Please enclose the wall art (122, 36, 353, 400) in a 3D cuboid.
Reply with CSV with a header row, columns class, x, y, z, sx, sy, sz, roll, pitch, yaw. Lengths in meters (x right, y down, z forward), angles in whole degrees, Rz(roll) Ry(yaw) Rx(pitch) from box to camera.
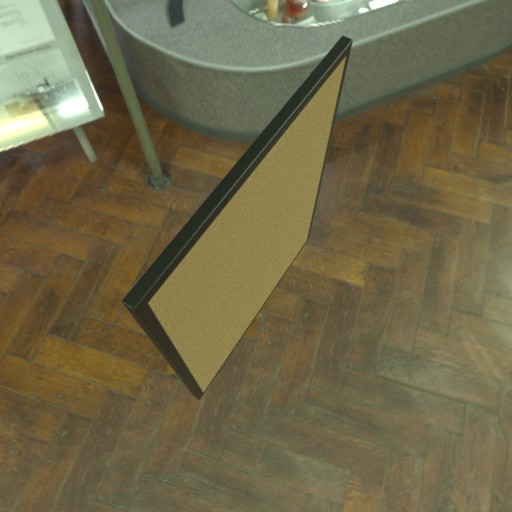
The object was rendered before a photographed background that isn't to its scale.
class,x,y,z,sx,sy,sz,roll,pitch,yaw
wall art,0.000,0.000,0.799,0.018,0.582,0.481,30,67,14
